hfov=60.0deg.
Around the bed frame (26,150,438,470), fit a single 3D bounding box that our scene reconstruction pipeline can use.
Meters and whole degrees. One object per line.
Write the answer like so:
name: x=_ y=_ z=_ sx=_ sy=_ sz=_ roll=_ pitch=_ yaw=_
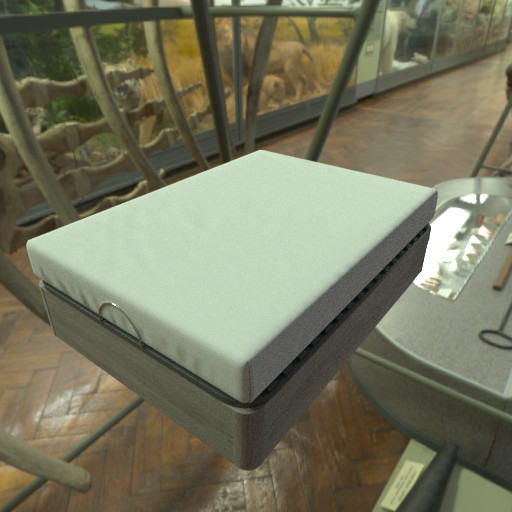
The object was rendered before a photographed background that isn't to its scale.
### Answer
bed frame: x=0.000 y=0.000 z=2.540 sx=1.400 sy=0.561 sz=1.900 roll=21 pitch=36 yaw=32
